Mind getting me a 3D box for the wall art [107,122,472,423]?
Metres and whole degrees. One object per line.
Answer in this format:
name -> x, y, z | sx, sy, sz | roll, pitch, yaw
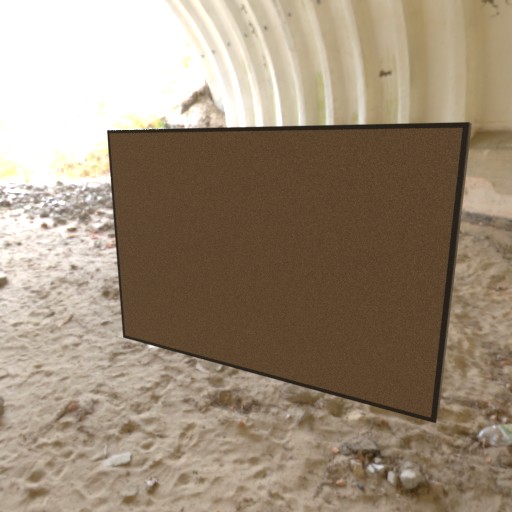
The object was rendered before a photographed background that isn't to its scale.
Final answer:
wall art -> 0.000, 0.000, 1.146 | 0.939, 0.640, 0.058 | 8, 16, 28
